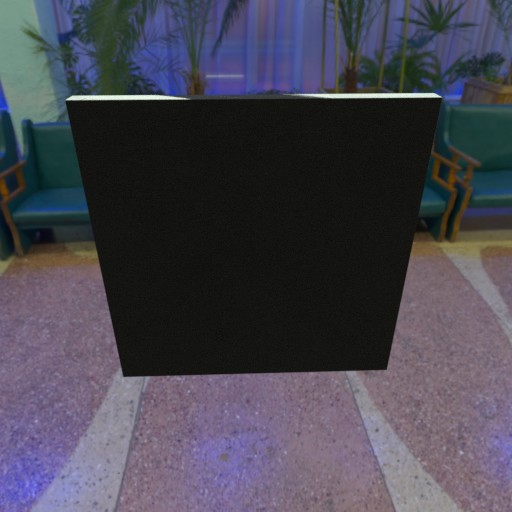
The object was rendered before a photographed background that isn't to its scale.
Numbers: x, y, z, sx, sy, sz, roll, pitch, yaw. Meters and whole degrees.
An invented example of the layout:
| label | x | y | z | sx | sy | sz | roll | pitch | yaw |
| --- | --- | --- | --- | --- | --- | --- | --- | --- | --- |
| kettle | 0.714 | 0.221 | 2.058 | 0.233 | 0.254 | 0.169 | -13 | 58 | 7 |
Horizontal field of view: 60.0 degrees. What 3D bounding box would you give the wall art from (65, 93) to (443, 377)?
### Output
| label | x | y | z | sx | sy | sz | roll | pitch | yaw |
| --- | --- | --- | --- | --- | --- | --- | --- | --- | --- |
| wall art | 0.000 | 0.000 | 1.110 | 0.765 | 0.765 | 0.046 | -1 | 30 | -2 |
